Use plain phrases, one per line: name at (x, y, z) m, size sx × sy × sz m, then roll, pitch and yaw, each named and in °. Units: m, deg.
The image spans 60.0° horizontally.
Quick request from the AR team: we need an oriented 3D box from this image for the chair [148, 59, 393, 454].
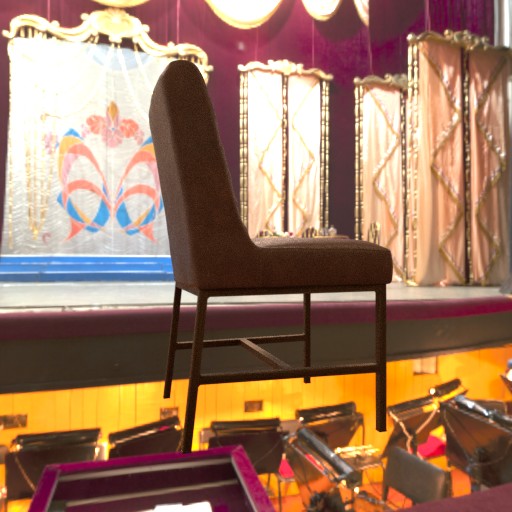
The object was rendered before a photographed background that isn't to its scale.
chair at (0.000, 0.000, 1.270) m, size 0.587 × 0.889 × 0.508 m, roll 0°, pitch 0°, yaw -17°
